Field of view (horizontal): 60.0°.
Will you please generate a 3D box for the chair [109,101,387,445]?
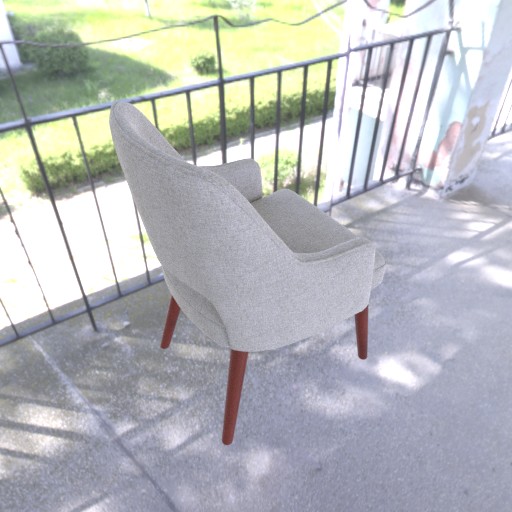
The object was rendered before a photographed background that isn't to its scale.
[{"bbox_3d":[0.000,0.000,1.208,0.605,0.849,0.548,-24,45,-26],"label":"chair"}]
